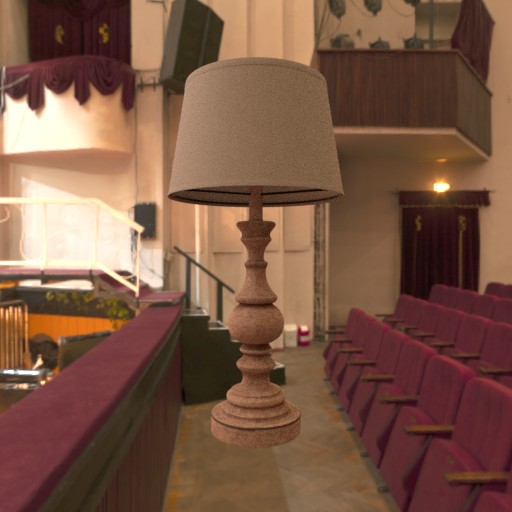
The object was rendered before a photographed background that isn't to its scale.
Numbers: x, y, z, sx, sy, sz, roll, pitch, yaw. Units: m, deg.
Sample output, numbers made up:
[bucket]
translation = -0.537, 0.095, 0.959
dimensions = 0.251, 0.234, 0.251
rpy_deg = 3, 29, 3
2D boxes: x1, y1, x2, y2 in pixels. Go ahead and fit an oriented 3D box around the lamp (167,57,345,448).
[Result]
[lamp]
translation = 0.000, 0.000, 0.867
dimensions = 0.340, 0.678, 0.340
rpy_deg = 0, 1, 0
